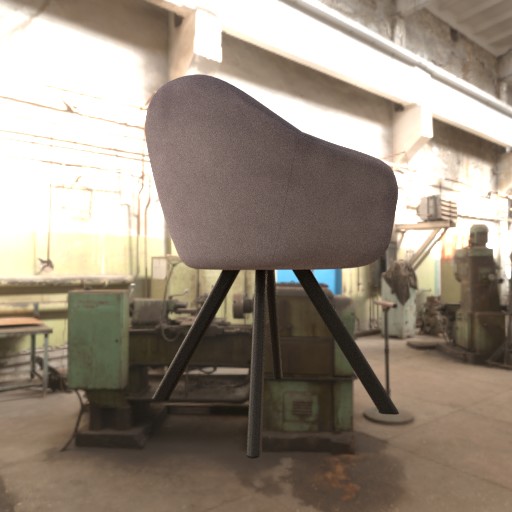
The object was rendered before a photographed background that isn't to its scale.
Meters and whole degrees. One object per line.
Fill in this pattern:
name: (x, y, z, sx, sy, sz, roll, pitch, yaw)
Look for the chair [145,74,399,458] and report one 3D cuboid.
chair: (0.000, 0.000, 1.141, 0.540, 0.780, 0.570, 1, -2, -36)
